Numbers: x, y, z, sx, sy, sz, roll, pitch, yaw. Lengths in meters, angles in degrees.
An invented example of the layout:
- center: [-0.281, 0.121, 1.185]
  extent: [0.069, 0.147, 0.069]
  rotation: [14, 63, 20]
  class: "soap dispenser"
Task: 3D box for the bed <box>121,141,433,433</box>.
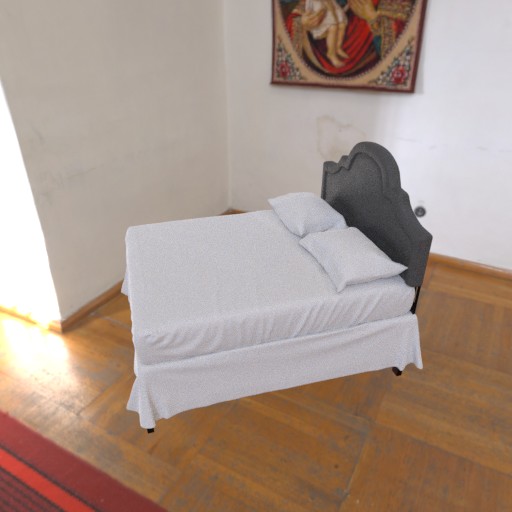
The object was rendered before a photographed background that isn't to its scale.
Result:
- center: [0.000, 0.000, 3.510]
  extent: [2.222, 1.634, 1.780]
  rotation: [-8, 31, -14]
  class: "bed"
